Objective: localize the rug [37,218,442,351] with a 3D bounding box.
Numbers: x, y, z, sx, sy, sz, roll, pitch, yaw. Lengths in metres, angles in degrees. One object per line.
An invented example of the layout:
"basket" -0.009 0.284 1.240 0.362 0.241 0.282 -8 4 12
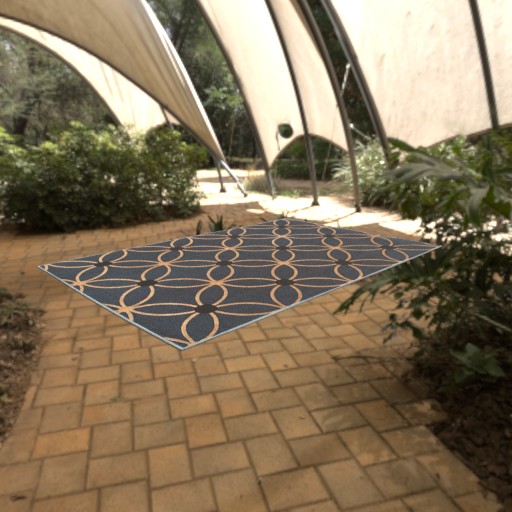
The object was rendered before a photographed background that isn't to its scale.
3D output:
"rug" 0.000 0.000 2.941 2.284 0.008 1.522 -15 21 -42
